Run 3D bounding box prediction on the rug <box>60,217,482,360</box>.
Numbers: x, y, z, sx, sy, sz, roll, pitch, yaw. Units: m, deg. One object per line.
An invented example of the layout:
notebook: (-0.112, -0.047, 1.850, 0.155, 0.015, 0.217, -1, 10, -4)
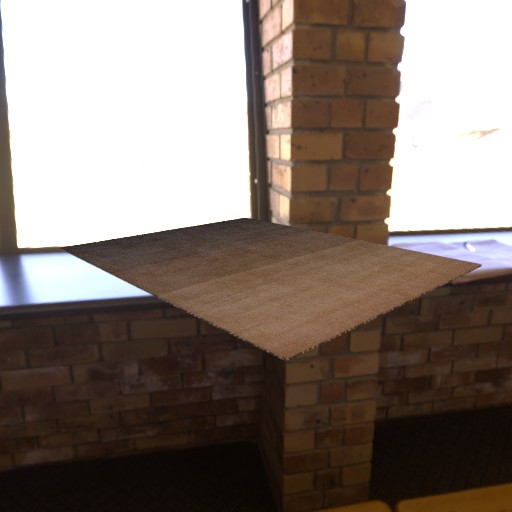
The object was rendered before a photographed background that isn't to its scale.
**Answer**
rug: (0.000, 0.000, 3.836, 2.305, 0.017, 2.902, -14, 20, -41)
